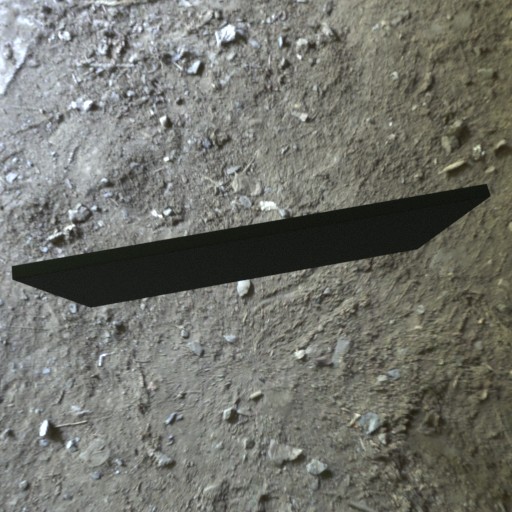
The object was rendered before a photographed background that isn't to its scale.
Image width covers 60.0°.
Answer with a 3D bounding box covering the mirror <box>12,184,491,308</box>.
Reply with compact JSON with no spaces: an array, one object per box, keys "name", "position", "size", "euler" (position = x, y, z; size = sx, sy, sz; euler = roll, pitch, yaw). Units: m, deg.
[{"name":"mirror","position":[0.000,0.000,1.783],"size":[1.584,0.692,0.047],"euler":[-10,76,-2]}]
